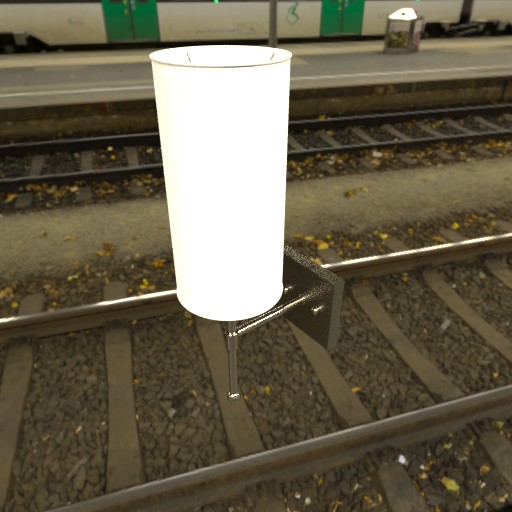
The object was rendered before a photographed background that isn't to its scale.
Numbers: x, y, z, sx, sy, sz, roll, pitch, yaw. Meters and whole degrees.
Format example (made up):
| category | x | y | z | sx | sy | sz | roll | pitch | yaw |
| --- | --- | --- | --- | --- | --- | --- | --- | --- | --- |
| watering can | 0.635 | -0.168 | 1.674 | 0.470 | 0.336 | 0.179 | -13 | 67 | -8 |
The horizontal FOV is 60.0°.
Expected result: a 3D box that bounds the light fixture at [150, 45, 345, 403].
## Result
| category | x | y | z | sx | sy | sz | roll | pitch | yaw |
| --- | --- | --- | --- | --- | --- | --- | --- | --- | --- |
| light fixture | 0.000 | 0.000 | 0.545 | 0.208 | 0.462 | 0.128 | -22 | 38 | -32 |
